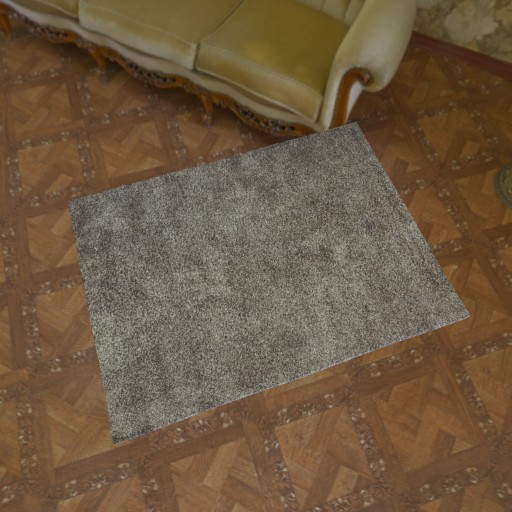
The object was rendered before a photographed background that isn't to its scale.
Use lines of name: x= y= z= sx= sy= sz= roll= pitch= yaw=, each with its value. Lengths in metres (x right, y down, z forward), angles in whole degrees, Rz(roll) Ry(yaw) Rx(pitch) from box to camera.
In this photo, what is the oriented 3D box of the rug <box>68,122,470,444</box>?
rug: x=0.000 y=0.000 z=2.111 sx=1.601 sy=0.025 sz=1.198 roll=-17 pitch=65 yaw=-8
